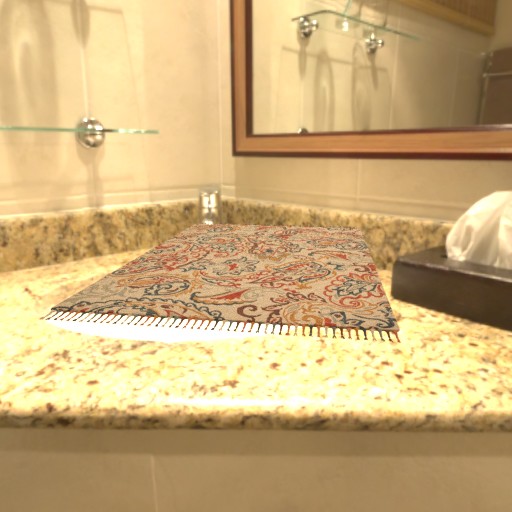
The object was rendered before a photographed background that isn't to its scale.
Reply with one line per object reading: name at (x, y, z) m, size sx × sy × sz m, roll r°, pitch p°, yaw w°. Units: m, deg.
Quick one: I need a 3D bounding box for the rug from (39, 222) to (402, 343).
rug at (0.000, 0.000, 2.380) m, size 1.218 × 0.010 × 1.997 m, roll 2°, pitch 14°, yaw 9°
